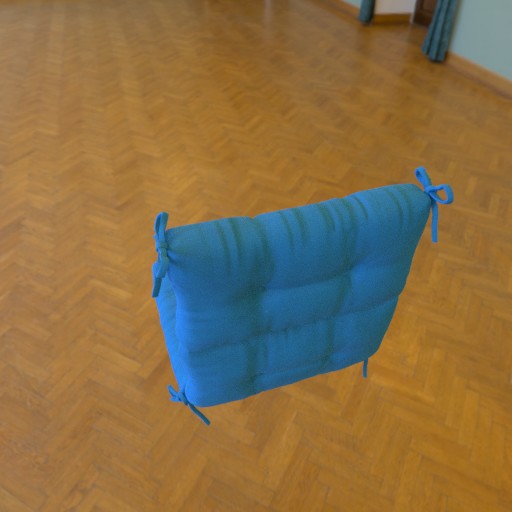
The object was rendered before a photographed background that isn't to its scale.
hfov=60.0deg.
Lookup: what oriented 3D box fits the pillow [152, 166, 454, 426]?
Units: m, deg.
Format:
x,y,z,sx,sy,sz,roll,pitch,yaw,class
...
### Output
x,y,z,sx,sy,sz,roll,pitch,yaw,class
0.000,0.000,1.027,0.519,0.605,0.571,-13,42,-14,pillow
